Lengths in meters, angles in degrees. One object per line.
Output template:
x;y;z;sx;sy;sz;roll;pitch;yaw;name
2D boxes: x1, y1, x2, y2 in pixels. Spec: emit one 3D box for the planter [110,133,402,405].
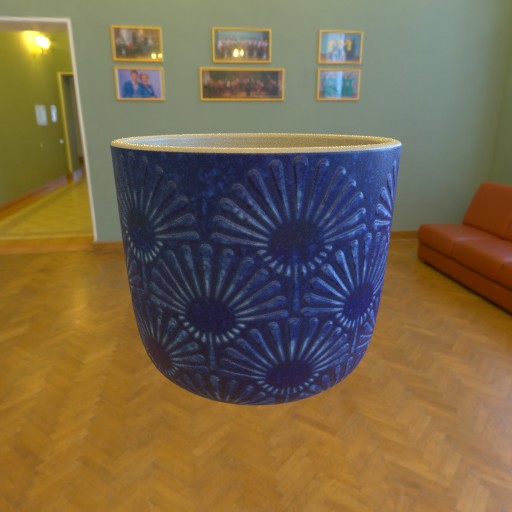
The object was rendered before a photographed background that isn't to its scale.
0.000;0.000;0.213;0.124;0.109;0.124;0;18;0;planter
